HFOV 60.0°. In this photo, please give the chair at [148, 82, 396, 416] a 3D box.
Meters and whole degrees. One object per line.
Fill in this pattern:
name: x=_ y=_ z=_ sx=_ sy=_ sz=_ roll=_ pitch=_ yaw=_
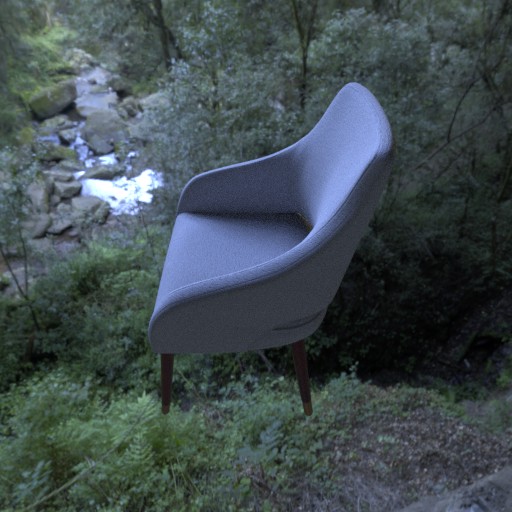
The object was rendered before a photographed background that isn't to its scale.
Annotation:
chair: x=0.000 y=0.000 z=1.305 sx=0.600 sy=0.889 sz=0.609 roll=0 pitch=40 yaw=0
